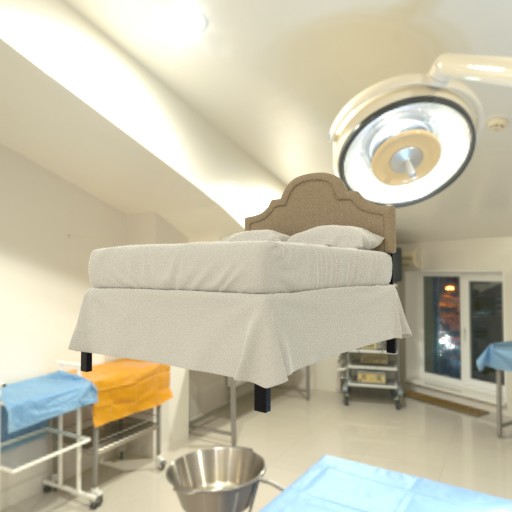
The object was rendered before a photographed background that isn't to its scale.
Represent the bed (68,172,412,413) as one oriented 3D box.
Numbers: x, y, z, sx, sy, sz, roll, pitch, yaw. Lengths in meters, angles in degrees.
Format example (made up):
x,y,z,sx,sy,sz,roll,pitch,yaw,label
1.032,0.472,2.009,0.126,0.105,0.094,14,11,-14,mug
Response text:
x,y,z,sx,sy,sz,roll,pitch,yaw,label
0.000,0.000,3.472,1.780,1.634,2.222,-1,-2,36,bed
